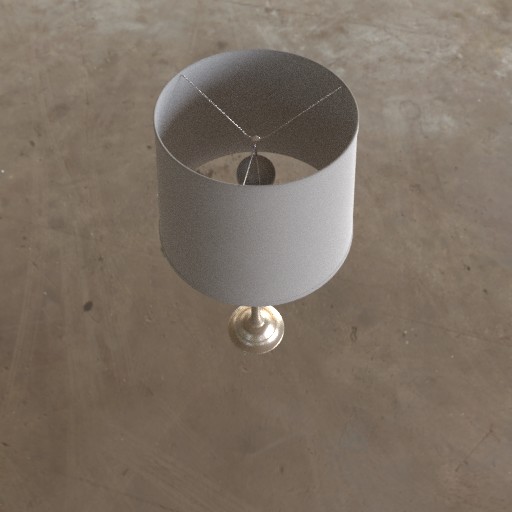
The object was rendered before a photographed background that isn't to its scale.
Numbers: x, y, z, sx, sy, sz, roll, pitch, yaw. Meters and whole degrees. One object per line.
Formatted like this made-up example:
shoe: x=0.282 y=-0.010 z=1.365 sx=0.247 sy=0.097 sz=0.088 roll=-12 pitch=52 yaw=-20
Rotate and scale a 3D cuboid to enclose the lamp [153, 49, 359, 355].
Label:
lamp: x=0.000 y=0.000 z=0.860 sx=0.331 sy=0.698 sz=0.331 roll=0 pitch=58 yaw=0
